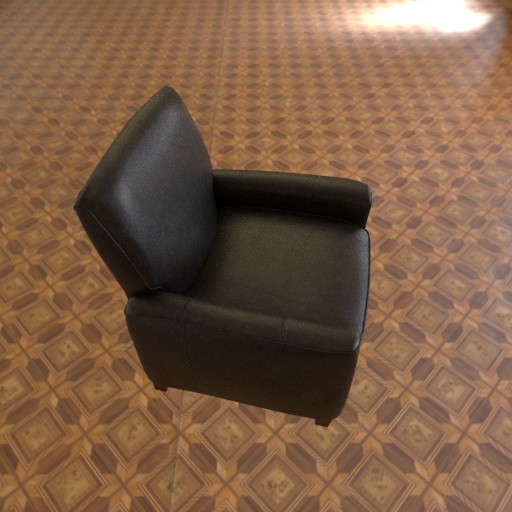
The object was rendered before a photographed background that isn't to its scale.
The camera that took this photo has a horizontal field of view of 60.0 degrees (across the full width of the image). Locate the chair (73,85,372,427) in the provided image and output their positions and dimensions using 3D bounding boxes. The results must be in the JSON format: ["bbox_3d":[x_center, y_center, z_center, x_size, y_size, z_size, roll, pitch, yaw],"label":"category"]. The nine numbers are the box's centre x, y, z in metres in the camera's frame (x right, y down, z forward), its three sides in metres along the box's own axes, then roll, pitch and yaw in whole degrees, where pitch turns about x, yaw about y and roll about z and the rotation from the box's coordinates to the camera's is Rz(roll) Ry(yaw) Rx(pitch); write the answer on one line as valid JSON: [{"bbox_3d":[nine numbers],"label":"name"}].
[{"bbox_3d":[0.000,0.000,1.662,0.864,1.014,0.848,9,48,9],"label":"chair"}]
